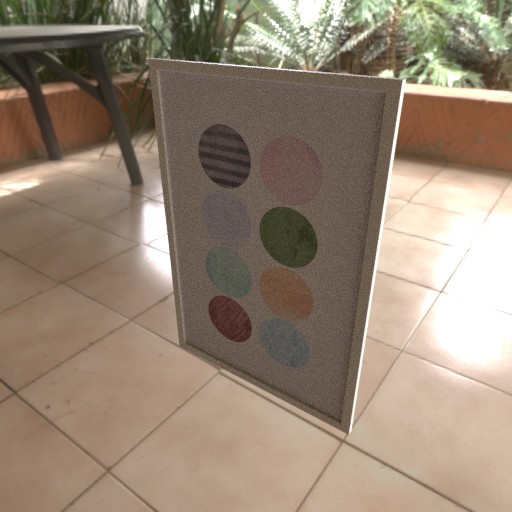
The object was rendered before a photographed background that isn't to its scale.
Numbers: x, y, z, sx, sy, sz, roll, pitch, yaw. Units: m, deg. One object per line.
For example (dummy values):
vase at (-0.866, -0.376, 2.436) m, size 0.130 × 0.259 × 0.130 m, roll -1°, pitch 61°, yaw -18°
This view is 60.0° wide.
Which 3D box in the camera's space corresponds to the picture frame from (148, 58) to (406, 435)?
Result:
picture frame at (0.000, 0.000, 0.834) m, size 0.457 × 0.657 × 0.013 m, roll 19°, pitch 34°, yaw 30°
